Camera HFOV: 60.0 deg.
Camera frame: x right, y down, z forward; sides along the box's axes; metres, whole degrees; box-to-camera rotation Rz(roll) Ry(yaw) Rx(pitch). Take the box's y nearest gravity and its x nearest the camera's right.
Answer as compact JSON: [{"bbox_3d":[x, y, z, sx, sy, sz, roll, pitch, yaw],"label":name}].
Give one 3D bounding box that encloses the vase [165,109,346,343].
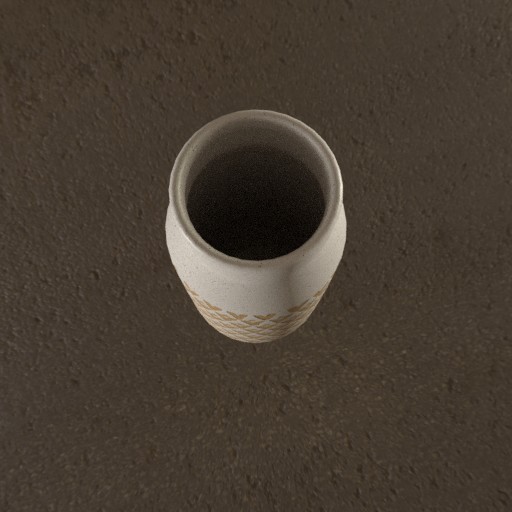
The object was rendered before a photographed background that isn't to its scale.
[{"bbox_3d":[0.000,0.000,0.377,0.137,0.307,0.137,0,76,0],"label":"vase"}]
